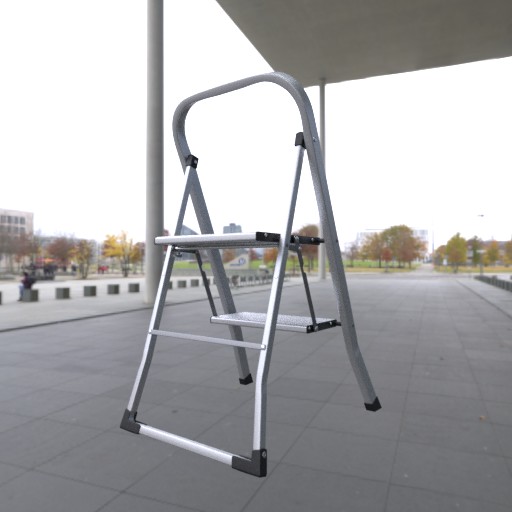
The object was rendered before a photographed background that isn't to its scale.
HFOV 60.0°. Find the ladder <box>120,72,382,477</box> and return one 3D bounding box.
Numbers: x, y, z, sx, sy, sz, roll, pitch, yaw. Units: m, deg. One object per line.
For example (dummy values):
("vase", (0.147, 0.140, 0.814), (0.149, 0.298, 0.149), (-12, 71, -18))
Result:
("ladder", (0.000, 0.000, 1.147), (0.465, 0.830, 0.530), (-1, -1, 37))
